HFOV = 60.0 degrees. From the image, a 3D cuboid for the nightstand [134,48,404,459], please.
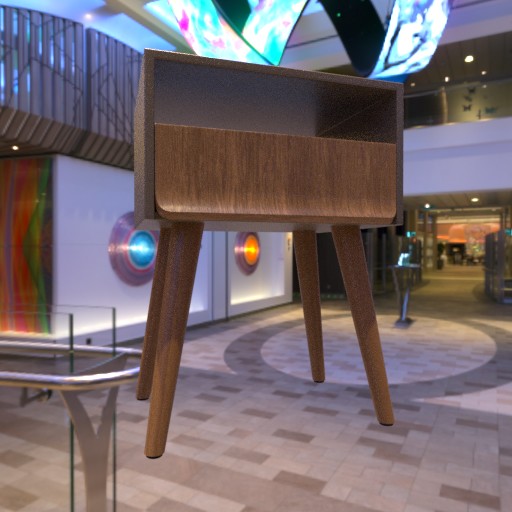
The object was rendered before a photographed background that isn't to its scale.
[{"bbox_3d":[0.000,0.000,0.722,0.370,0.508,0.288,0,0,-18],"label":"nightstand"}]
